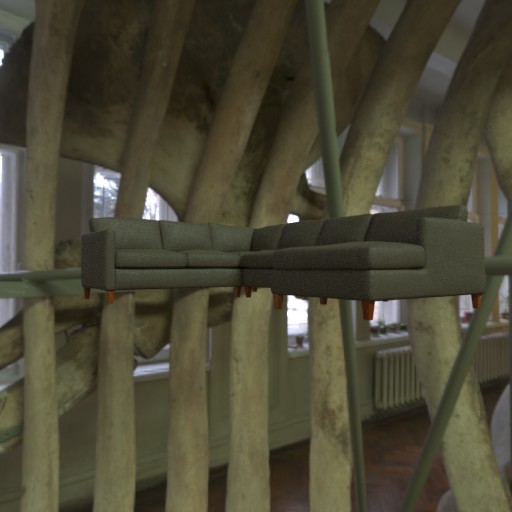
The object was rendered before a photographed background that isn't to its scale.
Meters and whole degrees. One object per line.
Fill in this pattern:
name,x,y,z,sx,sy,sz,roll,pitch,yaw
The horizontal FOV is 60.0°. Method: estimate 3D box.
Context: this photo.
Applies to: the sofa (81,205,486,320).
sofa,0.000,0.000,4.544,2.594,0.961,3.460,1,-2,-36
